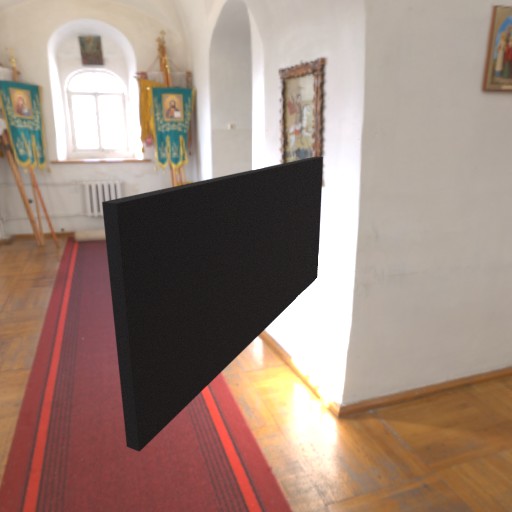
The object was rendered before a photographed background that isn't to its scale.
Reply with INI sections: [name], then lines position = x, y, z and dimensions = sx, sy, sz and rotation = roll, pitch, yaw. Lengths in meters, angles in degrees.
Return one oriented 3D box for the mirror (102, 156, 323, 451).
[mirror]
position = 0.000, 0.000, 1.815
dimensions = 0.047, 0.692, 1.584
rotation = 8, 19, 24
